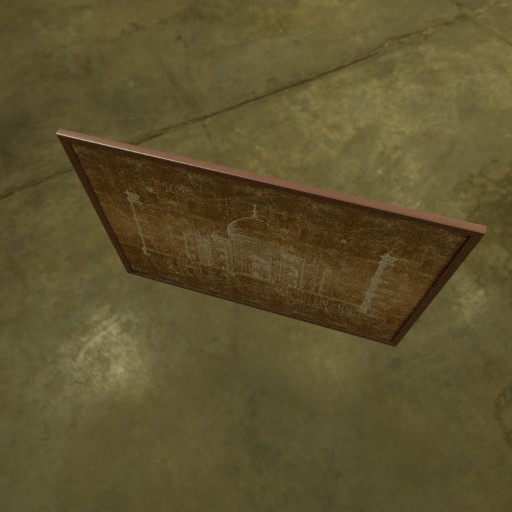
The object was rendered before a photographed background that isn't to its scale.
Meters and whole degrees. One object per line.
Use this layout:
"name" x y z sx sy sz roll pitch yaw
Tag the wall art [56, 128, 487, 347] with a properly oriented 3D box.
"wall art" 0.000 0.000 0.852 0.660 0.455 0.014 14 60 9
